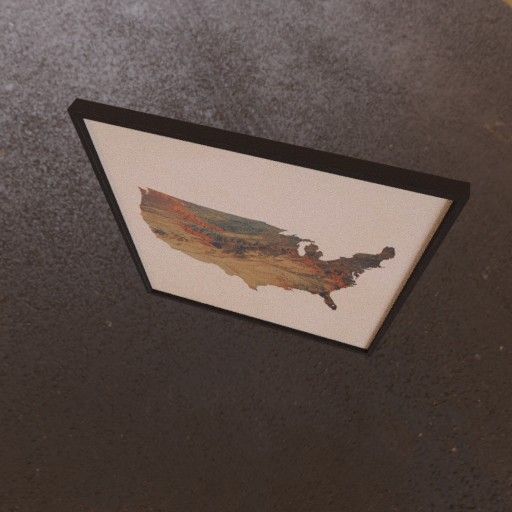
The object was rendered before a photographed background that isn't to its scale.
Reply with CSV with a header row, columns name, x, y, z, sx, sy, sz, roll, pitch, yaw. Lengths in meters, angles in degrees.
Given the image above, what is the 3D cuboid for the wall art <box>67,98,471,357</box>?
name,x,y,z,sx,sy,sz,roll,pitch,yaw
wall art,0.000,0.000,1.134,0.762,0.762,0.038,15,58,9
